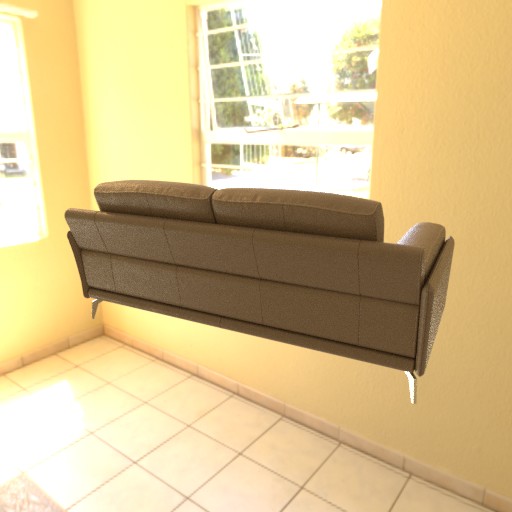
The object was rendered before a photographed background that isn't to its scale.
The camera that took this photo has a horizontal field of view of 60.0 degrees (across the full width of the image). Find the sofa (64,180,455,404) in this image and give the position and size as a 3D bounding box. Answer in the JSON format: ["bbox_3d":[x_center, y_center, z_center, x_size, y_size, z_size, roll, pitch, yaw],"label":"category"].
[{"bbox_3d":[0.000,0.000,2.660,2.101,0.930,1.049,8,18,27],"label":"sofa"}]
